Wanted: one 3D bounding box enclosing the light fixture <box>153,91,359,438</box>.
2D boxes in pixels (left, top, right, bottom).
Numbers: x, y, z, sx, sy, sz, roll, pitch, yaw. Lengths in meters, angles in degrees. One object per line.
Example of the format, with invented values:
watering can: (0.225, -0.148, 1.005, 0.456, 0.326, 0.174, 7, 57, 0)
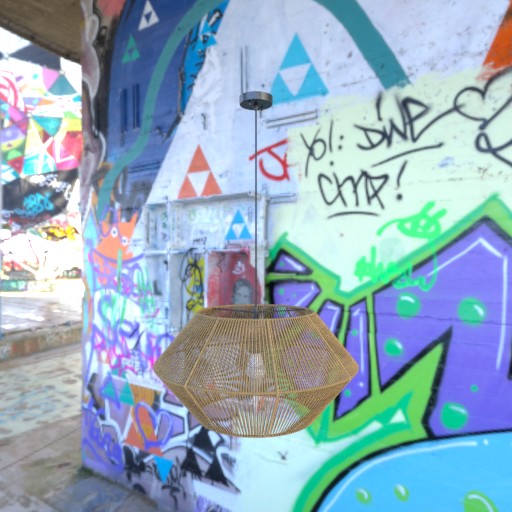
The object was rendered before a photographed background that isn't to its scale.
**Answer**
light fixture: (0.000, 0.000, 1.411, 0.643, 1.009, 0.643, 0, 0, 0)
